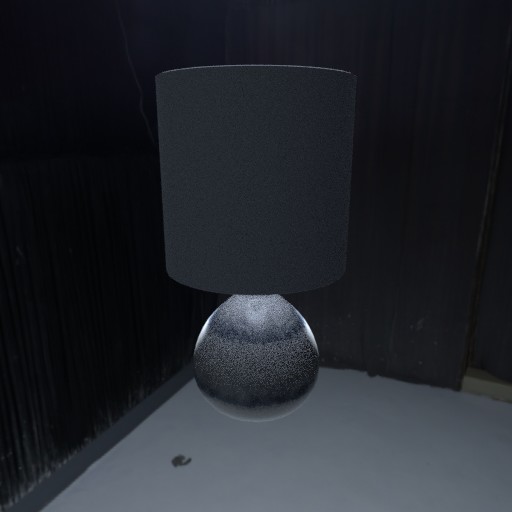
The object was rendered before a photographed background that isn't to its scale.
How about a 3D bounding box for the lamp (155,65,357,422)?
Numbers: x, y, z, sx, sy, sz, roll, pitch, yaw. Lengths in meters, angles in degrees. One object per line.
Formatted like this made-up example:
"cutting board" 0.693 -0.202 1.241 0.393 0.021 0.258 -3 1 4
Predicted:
"lamp" 0.000 0.000 0.542 0.216 0.404 0.216 8 18 26
